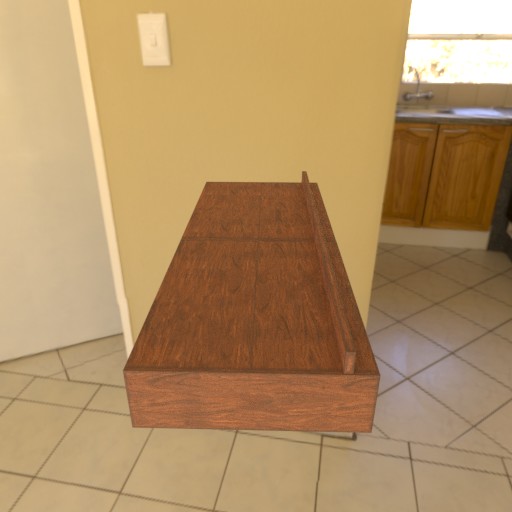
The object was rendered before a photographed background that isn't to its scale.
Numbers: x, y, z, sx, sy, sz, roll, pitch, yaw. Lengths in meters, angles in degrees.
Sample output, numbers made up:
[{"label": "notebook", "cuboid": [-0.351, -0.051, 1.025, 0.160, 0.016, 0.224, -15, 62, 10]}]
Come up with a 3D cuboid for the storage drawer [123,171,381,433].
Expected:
[{"label": "storage drawer", "cuboid": [0.000, 0.000, 2.189, 0.774, 0.339, 1.914, 1, 26, 1]}]
